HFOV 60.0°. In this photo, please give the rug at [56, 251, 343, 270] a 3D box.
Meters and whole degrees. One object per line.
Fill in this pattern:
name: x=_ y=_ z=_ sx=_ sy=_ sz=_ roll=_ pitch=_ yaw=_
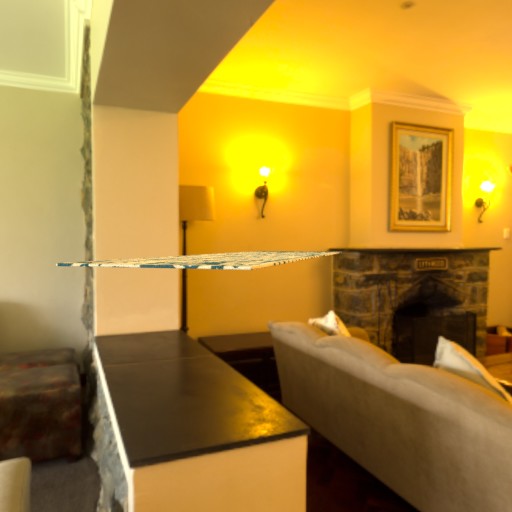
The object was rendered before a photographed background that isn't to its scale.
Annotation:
rug: x=0.000 y=0.000 z=2.648 sx=0.750 sy=0.011 sz=2.435 roll=1 pitch=2 yaw=18
